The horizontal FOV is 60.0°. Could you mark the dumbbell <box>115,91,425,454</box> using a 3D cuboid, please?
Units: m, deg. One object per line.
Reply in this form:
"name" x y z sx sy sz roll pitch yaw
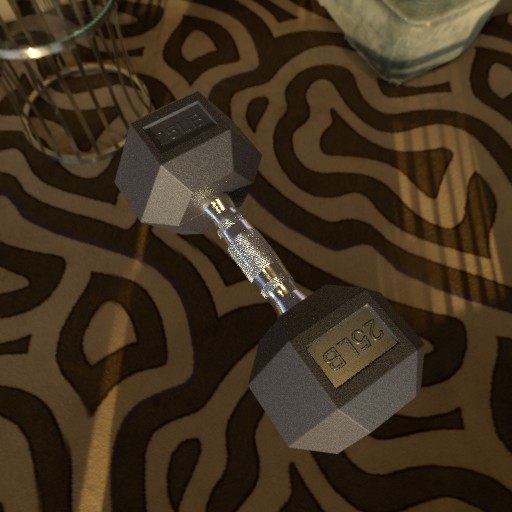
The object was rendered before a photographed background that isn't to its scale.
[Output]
"dumbbell" 0.000 0.000 0.373 0.129 0.113 0.315 -32 68 -14
